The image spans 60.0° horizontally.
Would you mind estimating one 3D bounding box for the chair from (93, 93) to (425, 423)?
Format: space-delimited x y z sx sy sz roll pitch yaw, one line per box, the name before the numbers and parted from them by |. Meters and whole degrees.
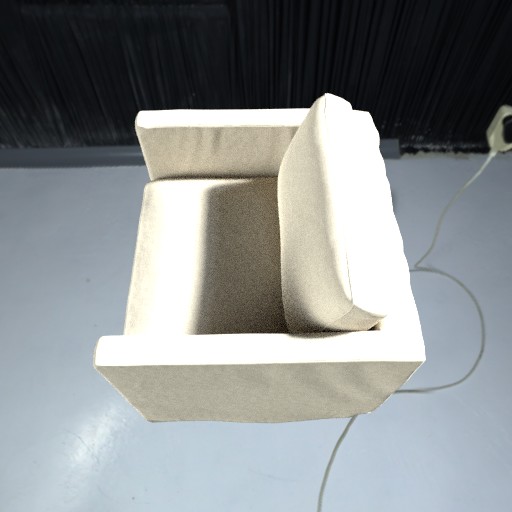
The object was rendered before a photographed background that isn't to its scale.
chair | 0.000 0.000 1.698 0.949 0.867 1.057 -1 58 -1
